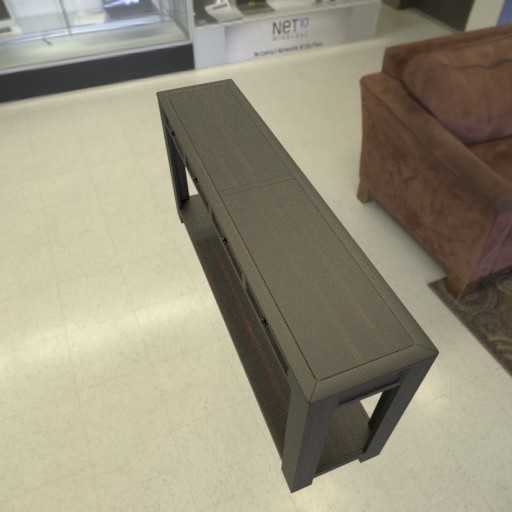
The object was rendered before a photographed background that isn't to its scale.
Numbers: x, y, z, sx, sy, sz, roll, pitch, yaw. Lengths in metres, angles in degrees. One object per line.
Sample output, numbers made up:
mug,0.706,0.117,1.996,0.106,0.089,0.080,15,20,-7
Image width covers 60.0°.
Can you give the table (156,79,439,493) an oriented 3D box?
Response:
table,0.000,0.000,1.888,0.384,0.762,1.631,-16,50,-14
